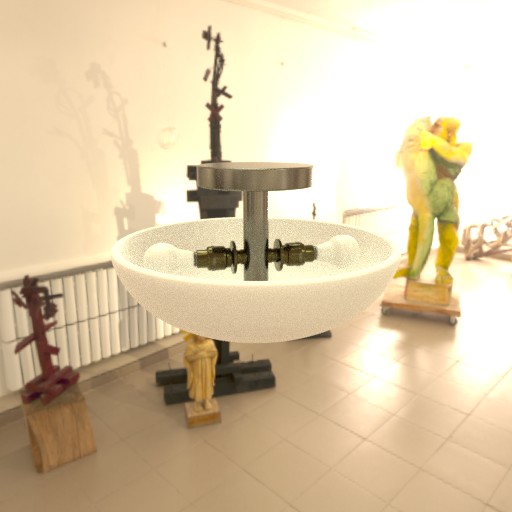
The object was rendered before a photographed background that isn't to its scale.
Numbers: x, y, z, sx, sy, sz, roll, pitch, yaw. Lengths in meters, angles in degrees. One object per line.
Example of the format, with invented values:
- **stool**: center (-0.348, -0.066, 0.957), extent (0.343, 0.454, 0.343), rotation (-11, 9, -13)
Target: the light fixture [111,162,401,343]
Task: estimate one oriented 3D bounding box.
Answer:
- **light fixture**: center (0.000, 0.000, 0.531), extent (0.330, 0.214, 0.330), rotation (0, 15, 0)
